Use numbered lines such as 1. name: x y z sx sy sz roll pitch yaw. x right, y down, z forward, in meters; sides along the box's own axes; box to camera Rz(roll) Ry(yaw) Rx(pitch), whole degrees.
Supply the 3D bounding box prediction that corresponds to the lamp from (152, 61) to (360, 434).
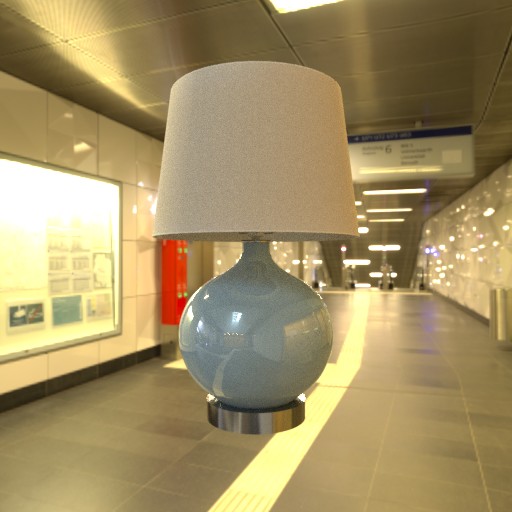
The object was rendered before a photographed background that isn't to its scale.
1. lamp: 0.000 0.000 0.541 0.247 0.387 0.247 0 0 0
